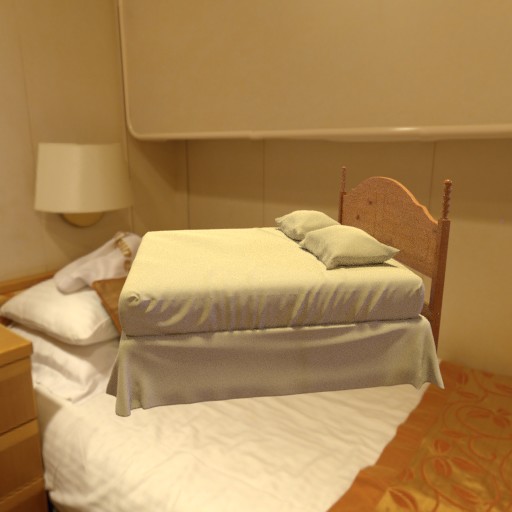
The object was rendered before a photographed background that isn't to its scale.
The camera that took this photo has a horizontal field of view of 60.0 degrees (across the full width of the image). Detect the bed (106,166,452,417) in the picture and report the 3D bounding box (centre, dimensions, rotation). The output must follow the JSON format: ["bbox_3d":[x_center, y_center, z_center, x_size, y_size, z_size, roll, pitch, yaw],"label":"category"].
[{"bbox_3d":[0.000,0.000,3.659,2.219,1.355,2.322,-2,14,-9],"label":"bed"}]
